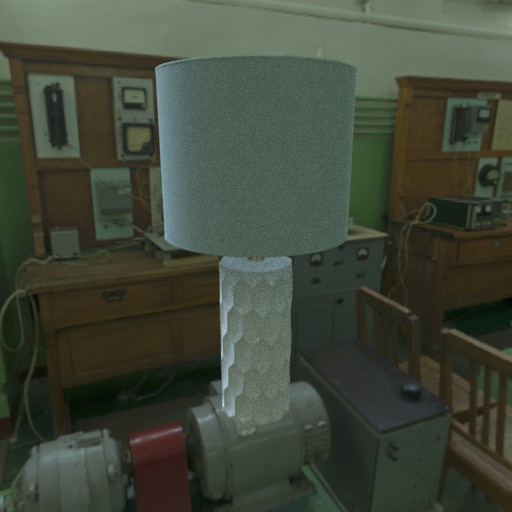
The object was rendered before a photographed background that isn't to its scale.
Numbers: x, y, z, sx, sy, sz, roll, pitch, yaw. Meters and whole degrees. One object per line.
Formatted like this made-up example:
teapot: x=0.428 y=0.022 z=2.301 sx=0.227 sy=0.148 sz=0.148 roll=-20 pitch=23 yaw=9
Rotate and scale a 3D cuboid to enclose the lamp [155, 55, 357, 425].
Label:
lamp: x=0.000 y=0.000 z=0.692 sx=0.277 sy=0.534 sz=0.277 roll=-7 pitch=17 yaw=-25
